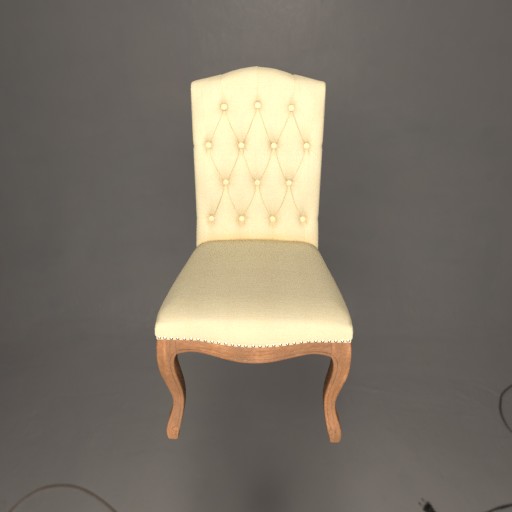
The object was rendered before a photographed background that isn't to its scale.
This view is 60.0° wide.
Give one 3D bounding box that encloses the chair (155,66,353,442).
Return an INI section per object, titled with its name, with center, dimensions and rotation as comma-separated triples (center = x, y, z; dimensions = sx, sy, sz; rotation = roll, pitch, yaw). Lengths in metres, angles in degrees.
[chair]
center = 0.000, 0.000, 1.577
dimensions = 0.623, 1.165, 0.715
rotation = 1, 31, 1
